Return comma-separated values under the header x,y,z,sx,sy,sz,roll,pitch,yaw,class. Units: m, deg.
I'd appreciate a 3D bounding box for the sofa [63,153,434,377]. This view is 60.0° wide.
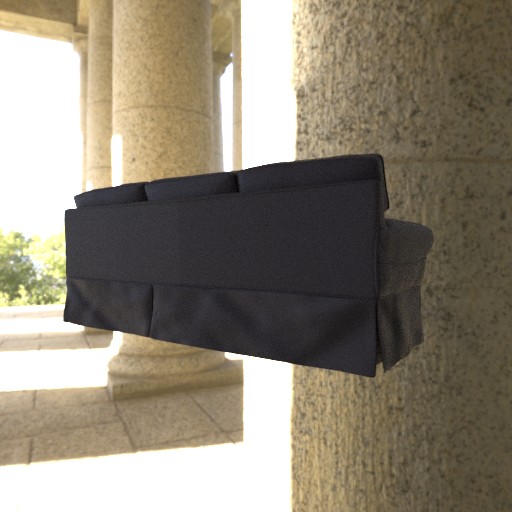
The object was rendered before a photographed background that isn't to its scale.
x,y,z,sx,sy,sz,roll,pitch,yaw,class
0.000,0.000,3.290,2.518,1.039,1.637,1,1,36,sofa
